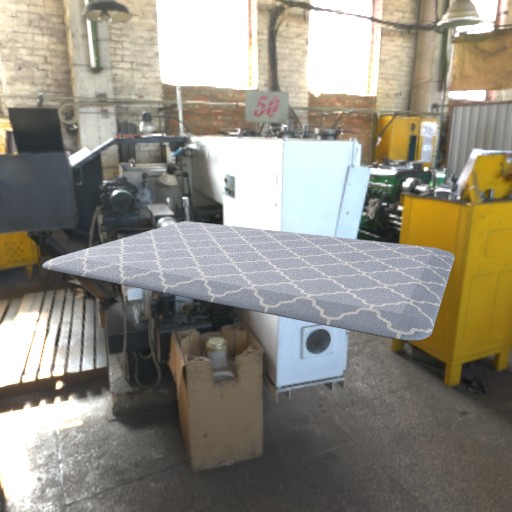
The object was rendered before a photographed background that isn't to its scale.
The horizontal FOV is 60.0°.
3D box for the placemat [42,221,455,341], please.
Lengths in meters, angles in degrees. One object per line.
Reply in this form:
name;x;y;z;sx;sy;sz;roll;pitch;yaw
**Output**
placemat;0.000;0.000;0.956;0.762;0.021;0.508;8;17;26
